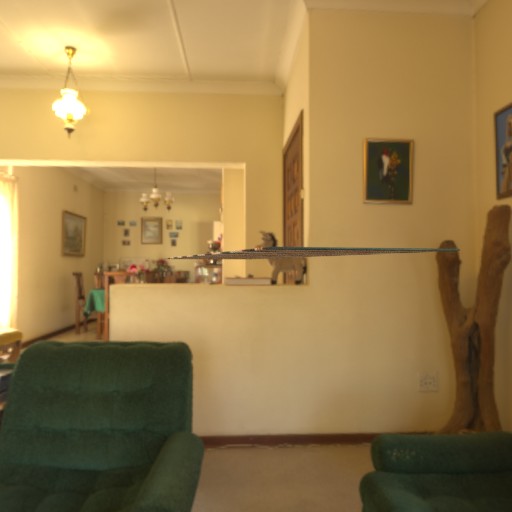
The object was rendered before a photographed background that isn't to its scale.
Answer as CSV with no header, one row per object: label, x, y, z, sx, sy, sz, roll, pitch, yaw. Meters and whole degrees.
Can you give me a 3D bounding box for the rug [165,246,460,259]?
rug,0.000,0.000,2.672,0.760,0.009,2.440,0,-1,-19
